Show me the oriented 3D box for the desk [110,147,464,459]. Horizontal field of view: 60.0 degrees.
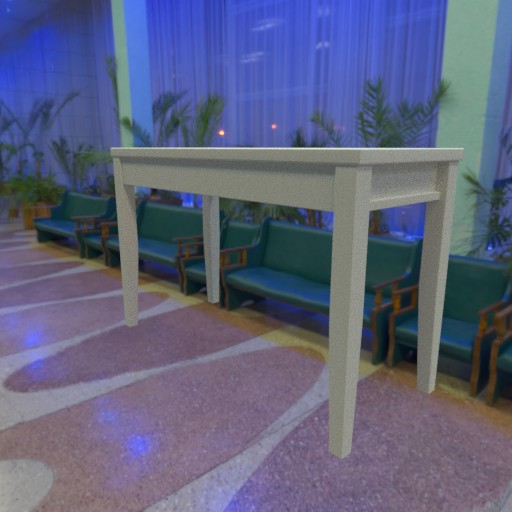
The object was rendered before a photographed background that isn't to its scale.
[{"bbox_3d":[0.000,0.000,1.635,0.508,0.775,1.220,-12,18,-41],"label":"desk"}]
